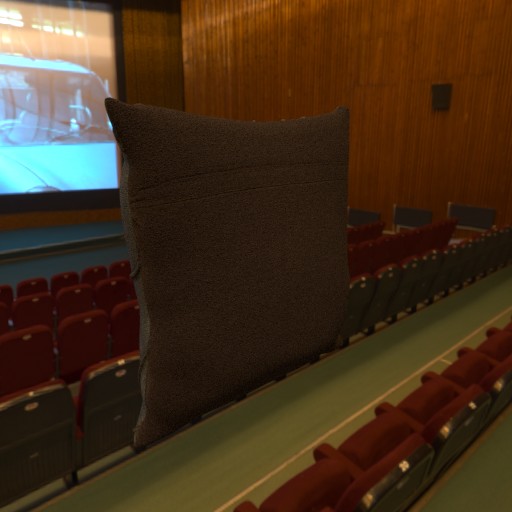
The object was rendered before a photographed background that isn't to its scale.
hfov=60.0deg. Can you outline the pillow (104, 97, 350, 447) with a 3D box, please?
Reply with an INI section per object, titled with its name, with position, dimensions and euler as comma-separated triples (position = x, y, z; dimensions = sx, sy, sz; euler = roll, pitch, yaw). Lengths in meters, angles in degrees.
[pillow]
position = 0.000, 0.000, 0.662
dimensions = 0.439, 0.440, 0.183
euler = -14, 21, -41
